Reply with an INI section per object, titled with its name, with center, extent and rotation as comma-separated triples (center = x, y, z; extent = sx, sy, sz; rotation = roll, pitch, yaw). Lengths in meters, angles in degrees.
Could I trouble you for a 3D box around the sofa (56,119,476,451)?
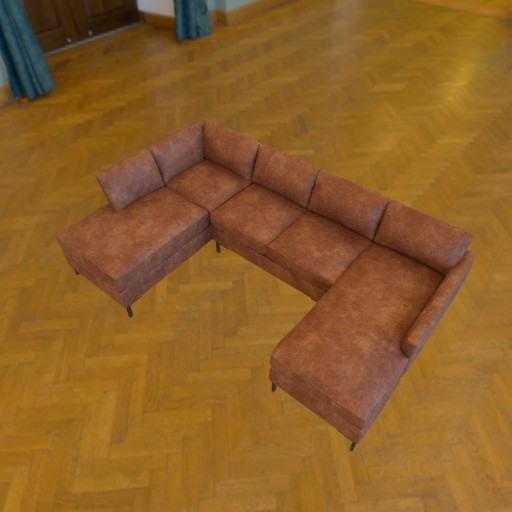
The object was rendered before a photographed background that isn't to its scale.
[sofa]
center = 0.000, 0.000, 3.759
extent = 2.956, 0.900, 1.939
rotation = 30, 53, 26
